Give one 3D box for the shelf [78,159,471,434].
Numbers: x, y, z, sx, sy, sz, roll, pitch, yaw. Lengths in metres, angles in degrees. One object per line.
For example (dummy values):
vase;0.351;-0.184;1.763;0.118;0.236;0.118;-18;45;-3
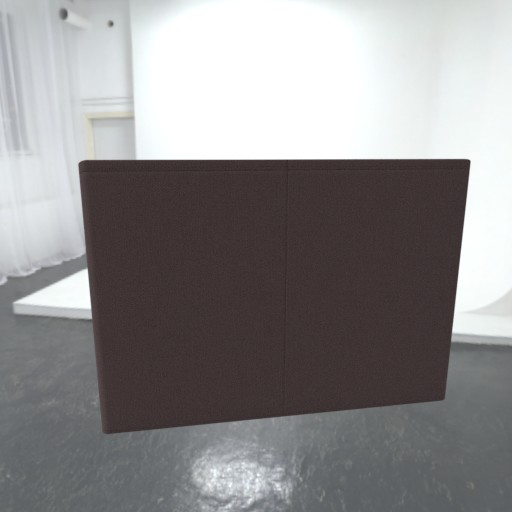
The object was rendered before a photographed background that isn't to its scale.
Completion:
shelf;0.000;0.000;0.482;0.292;0.210;0.292;-2;13;-9
